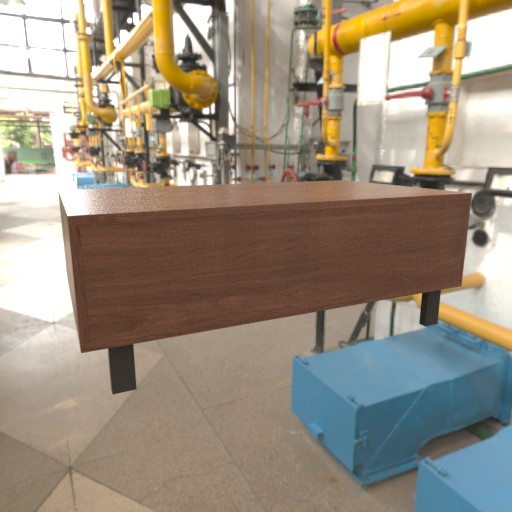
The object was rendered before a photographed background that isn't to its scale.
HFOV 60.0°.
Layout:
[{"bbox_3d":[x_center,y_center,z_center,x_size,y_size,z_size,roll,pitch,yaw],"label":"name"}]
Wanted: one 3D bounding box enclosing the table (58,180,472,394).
[{"bbox_3d":[0.000,0.000,1.307,1.020,0.380,0.600,-6,15,-24],"label":"table"}]
